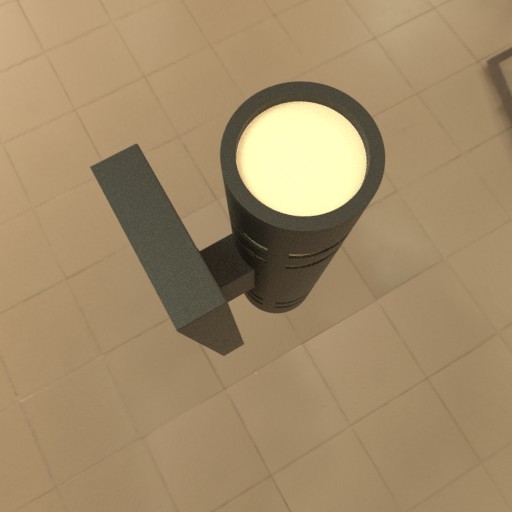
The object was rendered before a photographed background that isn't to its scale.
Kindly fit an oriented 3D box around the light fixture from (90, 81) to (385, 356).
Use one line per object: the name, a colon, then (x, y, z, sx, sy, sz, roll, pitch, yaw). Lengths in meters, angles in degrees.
light fixture: (0.000, 0.000, 0.398, 0.149, 0.330, 0.105, -29, 77, -7)
